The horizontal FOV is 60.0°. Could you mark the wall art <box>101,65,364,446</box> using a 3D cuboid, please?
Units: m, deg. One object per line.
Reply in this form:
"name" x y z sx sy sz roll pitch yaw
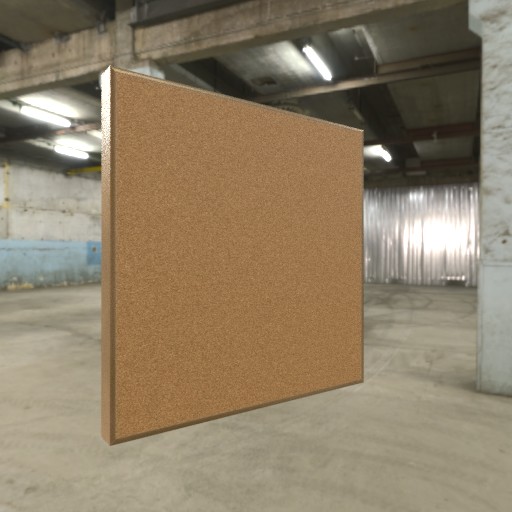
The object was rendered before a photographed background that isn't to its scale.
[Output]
"wall art" 0.000 0.000 0.761 0.513 0.511 0.038 0 0 -36
